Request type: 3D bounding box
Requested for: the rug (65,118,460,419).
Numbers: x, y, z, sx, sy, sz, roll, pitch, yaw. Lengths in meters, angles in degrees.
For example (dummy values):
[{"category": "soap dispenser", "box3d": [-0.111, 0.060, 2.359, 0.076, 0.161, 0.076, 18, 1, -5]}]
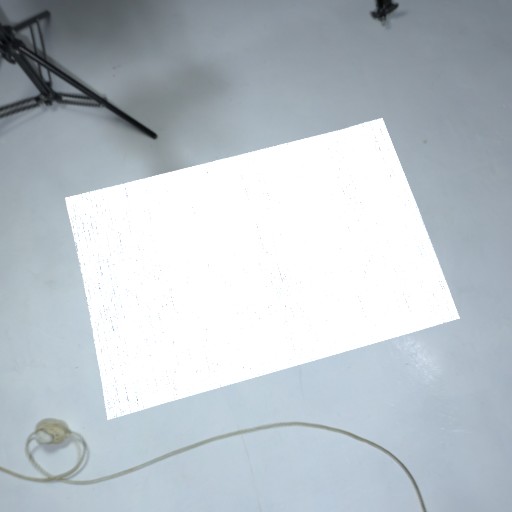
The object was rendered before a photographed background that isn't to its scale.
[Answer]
[{"category": "rug", "box3d": [0.000, 0.000, 2.255, 1.773, 0.021, 1.149, -15, 76, -4]}]
